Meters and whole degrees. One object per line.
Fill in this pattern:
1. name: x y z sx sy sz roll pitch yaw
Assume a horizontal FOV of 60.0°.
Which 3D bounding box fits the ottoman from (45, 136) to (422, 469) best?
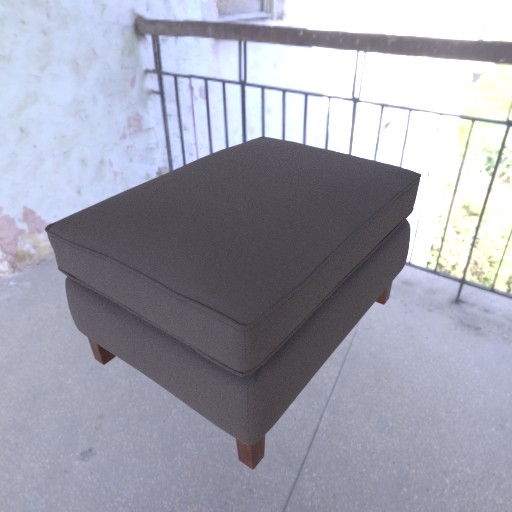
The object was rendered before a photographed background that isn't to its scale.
1. ottoman: 0.000 0.000 0.983 0.508 0.406 0.686 22 38 30
